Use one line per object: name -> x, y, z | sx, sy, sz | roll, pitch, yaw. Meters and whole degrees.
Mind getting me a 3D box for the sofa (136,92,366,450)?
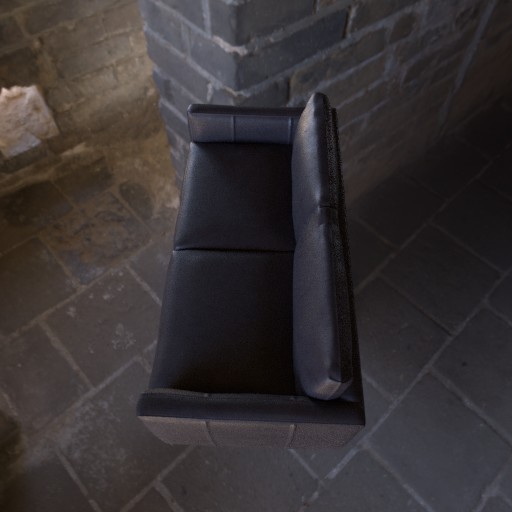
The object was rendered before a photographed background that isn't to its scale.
sofa -> 0.000, 0.000, 2.297 | 0.947, 0.883, 1.805 | 0, 58, 0
